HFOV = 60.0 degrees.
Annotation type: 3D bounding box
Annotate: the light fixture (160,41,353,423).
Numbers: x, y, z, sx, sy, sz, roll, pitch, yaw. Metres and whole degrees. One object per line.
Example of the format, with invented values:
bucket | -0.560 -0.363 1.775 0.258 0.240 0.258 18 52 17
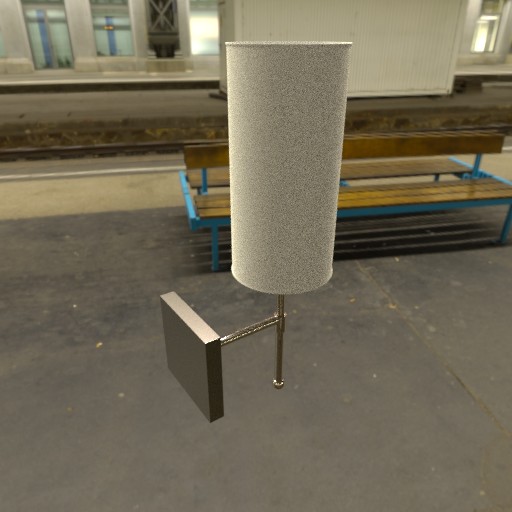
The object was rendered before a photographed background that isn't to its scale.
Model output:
light fixture | 0.000 0.000 0.533 0.208 0.462 0.128 -17 32 -31
